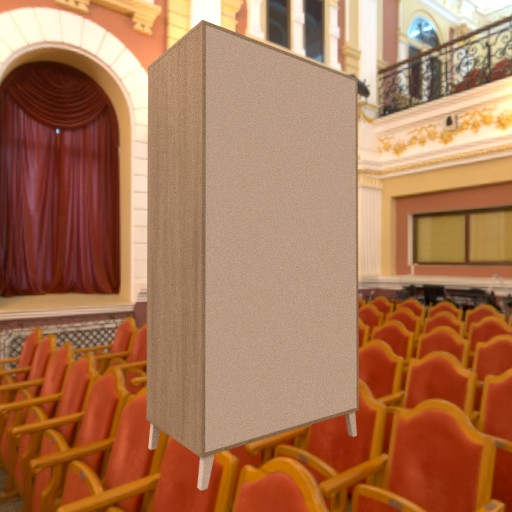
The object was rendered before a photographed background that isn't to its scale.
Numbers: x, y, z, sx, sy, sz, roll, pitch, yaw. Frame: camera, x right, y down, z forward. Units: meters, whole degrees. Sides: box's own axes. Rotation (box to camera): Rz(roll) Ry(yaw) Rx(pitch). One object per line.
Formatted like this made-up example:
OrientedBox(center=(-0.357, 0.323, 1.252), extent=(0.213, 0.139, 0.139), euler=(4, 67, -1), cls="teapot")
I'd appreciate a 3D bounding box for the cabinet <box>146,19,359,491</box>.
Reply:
OrientedBox(center=(0.000, 0.000, 2.404), extent=(1.006, 1.999, 0.571), euler=(1, -1, -37), cls="cabinet")
